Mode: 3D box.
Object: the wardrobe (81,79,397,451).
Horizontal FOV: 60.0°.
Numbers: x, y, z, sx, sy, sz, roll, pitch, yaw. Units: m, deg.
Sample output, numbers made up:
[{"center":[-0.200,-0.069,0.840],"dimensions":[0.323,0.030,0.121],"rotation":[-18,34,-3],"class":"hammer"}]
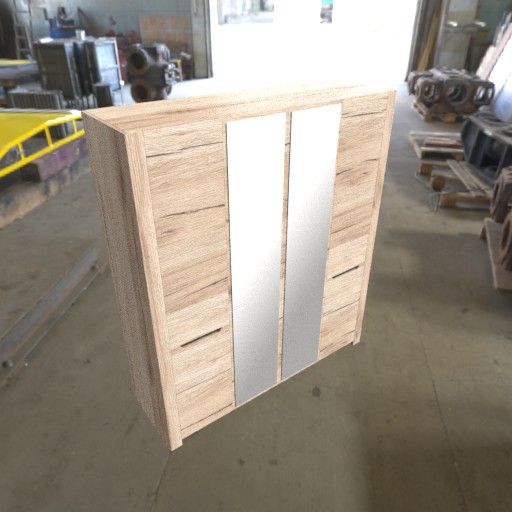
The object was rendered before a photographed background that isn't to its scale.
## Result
[{"center":[0.000,0.000,3.049],"dimensions":[1.810,2.070,0.580],"rotation":[-20,36,-31],"class":"wardrobe"}]
